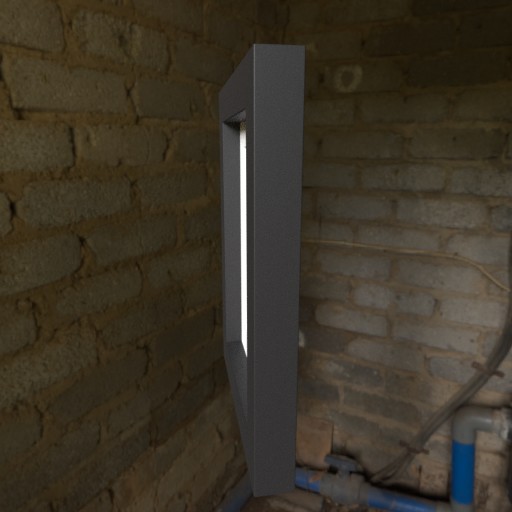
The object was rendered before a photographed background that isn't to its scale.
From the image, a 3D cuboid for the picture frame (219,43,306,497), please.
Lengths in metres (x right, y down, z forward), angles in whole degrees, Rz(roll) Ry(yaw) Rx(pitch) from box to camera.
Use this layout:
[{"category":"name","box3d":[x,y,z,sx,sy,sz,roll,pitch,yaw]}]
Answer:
[{"category":"picture frame","box3d":[0.000,0.000,0.273,0.028,0.208,0.157,-2,14,-9]}]
